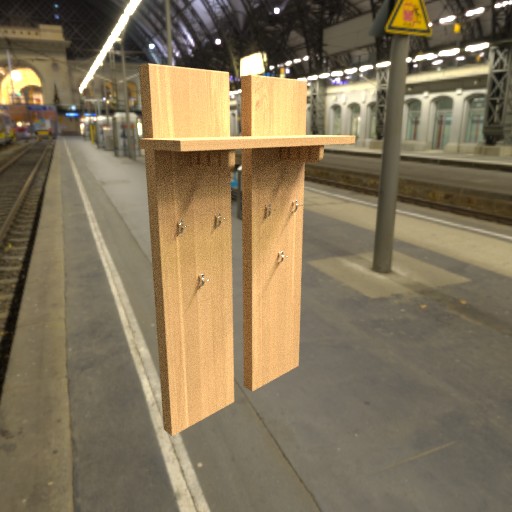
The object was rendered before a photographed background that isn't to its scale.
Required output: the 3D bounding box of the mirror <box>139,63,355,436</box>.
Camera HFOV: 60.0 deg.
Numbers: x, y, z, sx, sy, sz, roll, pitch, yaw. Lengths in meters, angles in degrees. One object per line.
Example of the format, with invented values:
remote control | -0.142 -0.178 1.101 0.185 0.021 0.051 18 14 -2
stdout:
mirror | 0.000 0.000 1.617 0.800 1.250 0.260 -15 22 -42
